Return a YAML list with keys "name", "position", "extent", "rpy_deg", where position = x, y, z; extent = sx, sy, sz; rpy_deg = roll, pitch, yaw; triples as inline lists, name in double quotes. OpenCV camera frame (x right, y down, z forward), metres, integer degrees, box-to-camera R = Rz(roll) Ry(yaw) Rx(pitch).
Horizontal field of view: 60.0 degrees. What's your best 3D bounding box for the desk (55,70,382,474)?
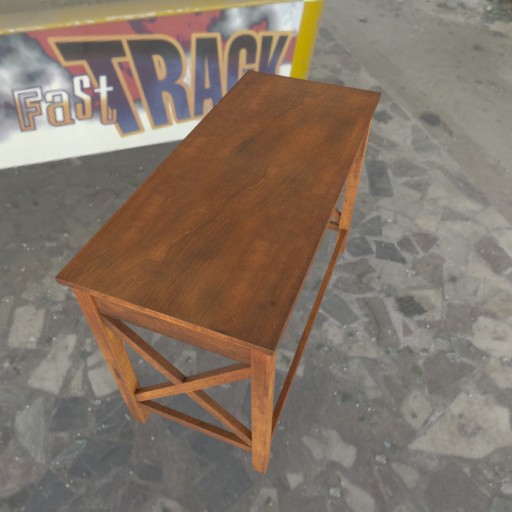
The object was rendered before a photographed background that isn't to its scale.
- name: "desk"
  position: [0.000, 0.000, 1.532]
  extent: [0.508, 0.762, 1.117]
  rpy_deg: [16, 48, 15]
